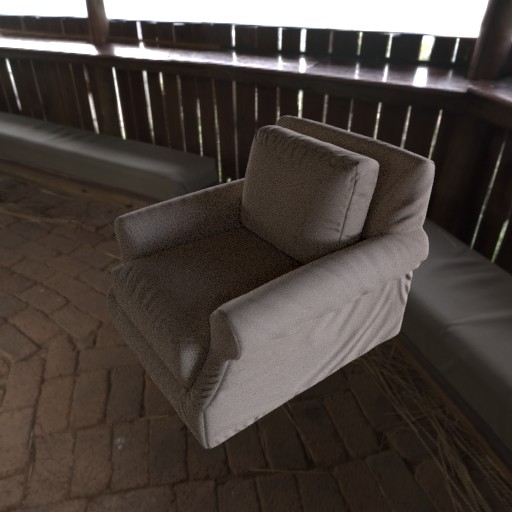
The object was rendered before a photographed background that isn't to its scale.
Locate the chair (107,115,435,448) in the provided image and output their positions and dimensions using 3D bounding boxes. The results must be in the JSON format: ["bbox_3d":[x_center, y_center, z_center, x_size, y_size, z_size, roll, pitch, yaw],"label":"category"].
[{"bbox_3d":[0.000,0.000,1.805,1.066,0.866,0.940,-21,37,-31],"label":"chair"}]
